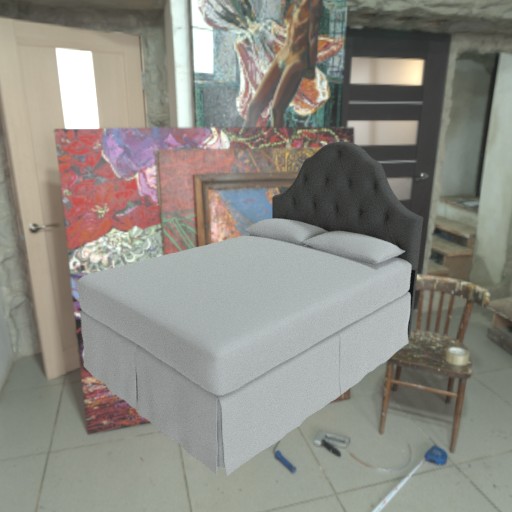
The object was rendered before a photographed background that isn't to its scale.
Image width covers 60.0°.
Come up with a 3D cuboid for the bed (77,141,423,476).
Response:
[{"bbox_3d":[0.000,0.000,3.277,1.636,1.575,2.155,16,23,42],"label":"bed"}]
